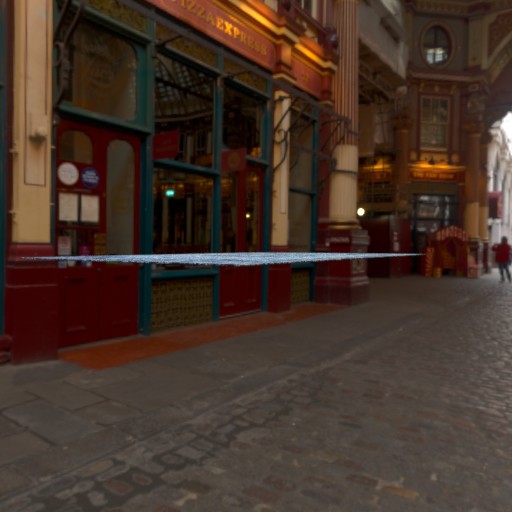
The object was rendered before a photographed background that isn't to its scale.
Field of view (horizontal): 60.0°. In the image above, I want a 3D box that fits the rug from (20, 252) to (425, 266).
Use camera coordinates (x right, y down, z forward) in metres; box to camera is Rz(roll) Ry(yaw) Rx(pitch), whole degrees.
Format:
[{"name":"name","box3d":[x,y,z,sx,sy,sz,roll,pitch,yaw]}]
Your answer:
[{"name":"rug","box3d":[0.000,0.000,2.311,1.219,0.005,1.828,1,2,36]}]
